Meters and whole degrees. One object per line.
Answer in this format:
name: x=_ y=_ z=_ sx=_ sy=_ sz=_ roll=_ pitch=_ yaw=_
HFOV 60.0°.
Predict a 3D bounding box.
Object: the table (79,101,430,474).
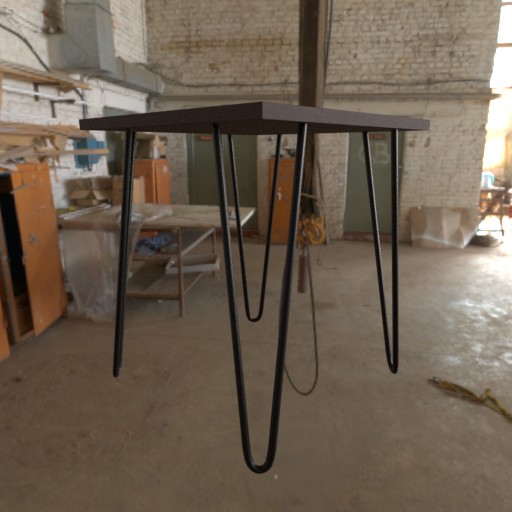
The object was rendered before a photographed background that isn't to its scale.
table: x=0.000 y=0.000 z=0.948 sx=0.495 sy=0.559 sz=0.495 roll=13 pitch=19 yaw=42
